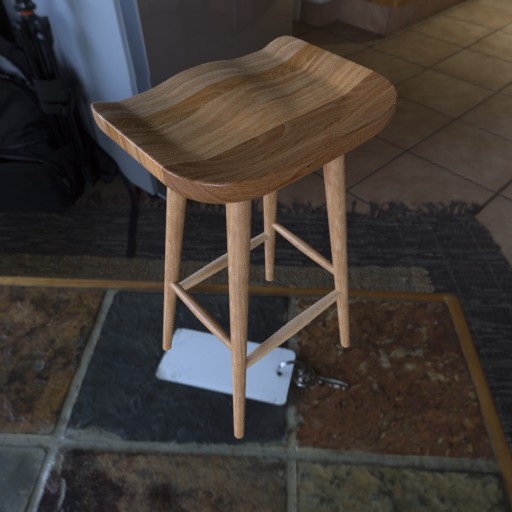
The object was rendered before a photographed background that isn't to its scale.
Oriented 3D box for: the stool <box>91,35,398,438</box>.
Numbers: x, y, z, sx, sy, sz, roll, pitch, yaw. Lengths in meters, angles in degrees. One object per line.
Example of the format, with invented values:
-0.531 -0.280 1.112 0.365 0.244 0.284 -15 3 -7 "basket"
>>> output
0.000 0.000 0.917 0.407 0.698 0.322 -32 55 -26 "stool"
